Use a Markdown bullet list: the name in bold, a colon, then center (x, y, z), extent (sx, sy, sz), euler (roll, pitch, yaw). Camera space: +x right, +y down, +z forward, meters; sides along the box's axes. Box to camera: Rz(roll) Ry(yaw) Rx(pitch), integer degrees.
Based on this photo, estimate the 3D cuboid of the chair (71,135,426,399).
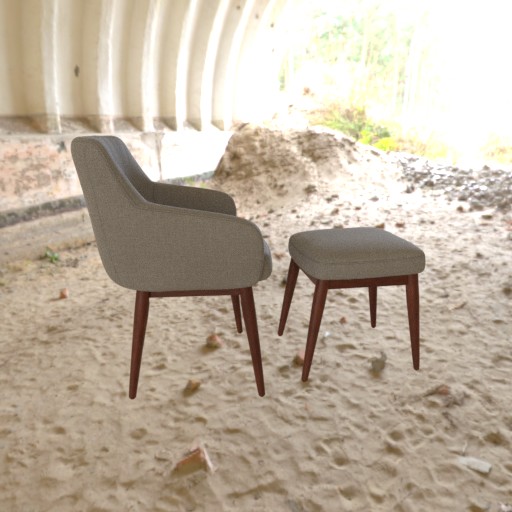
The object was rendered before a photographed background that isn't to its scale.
- **chair**: center (0.000, 0.000, 1.524), extent (1.107, 0.799, 0.584), euler (-3, 16, -10)
